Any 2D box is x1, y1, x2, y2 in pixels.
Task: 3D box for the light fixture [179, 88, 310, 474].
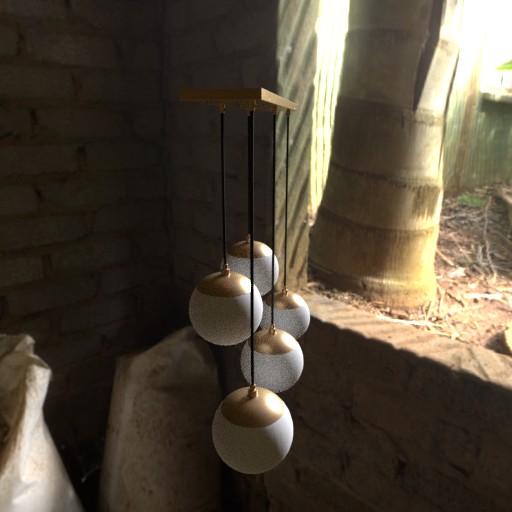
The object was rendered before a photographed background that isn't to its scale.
[{"bbox_3d":[0.000,0.000,1.303,0.299,0.869,0.863,3,17,10],"label":"light fixture"}]
